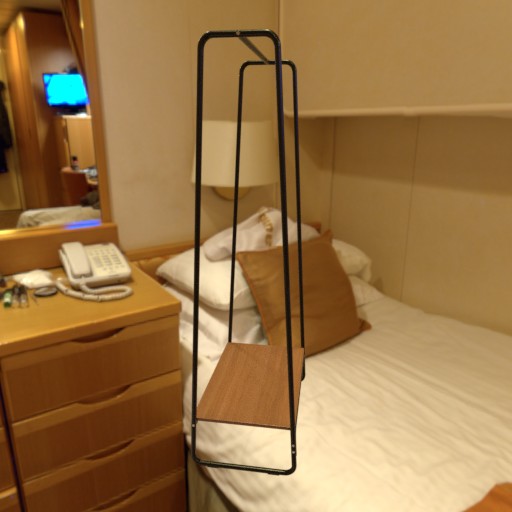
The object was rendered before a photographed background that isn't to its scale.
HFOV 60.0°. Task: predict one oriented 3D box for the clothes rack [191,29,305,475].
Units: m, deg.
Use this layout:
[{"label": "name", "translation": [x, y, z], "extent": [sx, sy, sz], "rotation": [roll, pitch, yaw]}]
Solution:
[{"label": "clothes rack", "translation": [0.000, 0.000, 1.745], "extent": [0.400, 1.500, 0.640], "rotation": [3, 17, 9]}]
